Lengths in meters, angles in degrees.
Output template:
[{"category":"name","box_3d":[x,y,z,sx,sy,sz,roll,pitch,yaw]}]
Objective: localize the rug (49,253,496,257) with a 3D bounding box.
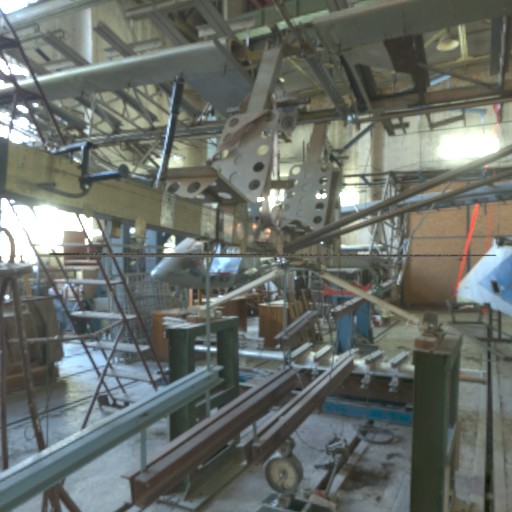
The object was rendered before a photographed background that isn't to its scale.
[{"category":"rug","box_3d":[0.000,0.000,5.192,4.093,0.020,2.997,0,-1,-18]}]
